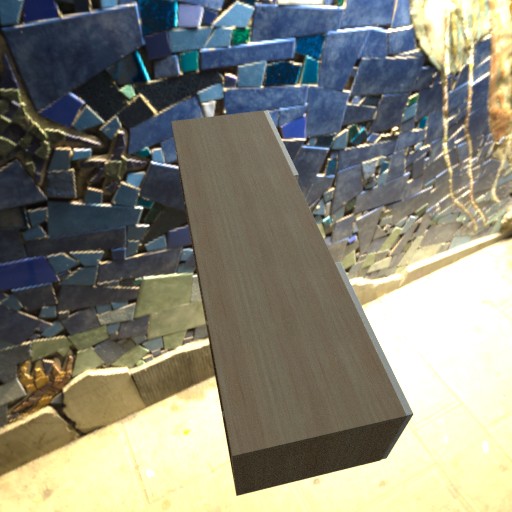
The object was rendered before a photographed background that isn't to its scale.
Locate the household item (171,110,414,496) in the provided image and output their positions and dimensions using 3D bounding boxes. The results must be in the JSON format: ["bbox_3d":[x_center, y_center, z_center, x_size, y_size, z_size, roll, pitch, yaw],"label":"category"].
[{"bbox_3d":[0.000,0.000,1.552,0.420,0.310,1.400,-9,48,-9],"label":"household item"}]
